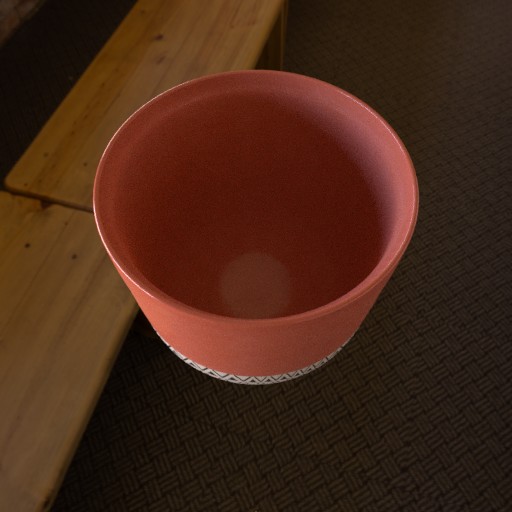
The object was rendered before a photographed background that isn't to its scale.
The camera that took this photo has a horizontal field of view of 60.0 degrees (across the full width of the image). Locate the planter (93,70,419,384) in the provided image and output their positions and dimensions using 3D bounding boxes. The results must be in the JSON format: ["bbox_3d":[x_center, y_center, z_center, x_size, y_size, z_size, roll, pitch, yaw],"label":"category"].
[{"bbox_3d":[0.000,0.000,0.482,0.266,0.270,0.266,0,60,0],"label":"planter"}]
